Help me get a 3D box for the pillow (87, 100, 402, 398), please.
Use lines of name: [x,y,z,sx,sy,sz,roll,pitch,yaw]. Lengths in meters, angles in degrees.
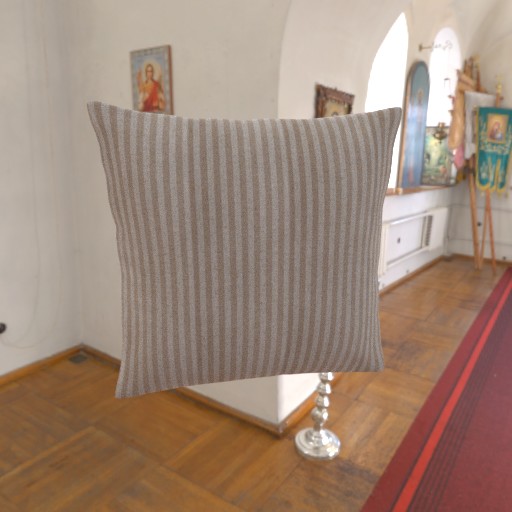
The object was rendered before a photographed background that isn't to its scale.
pillow: [0.000,0.000,0.783,0.523,0.510,0.166,-2,14,-10]
